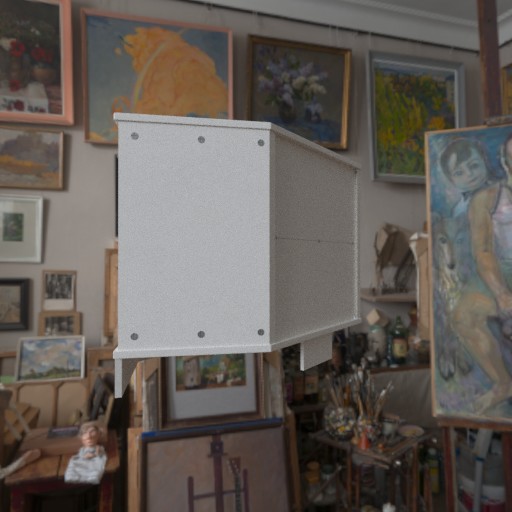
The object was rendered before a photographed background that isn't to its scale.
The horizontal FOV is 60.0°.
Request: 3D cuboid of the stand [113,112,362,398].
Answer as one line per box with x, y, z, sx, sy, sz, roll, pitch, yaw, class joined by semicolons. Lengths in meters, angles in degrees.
0.000;0.000;1.390;0.477;0.614;1.072;0;0;35;stand
